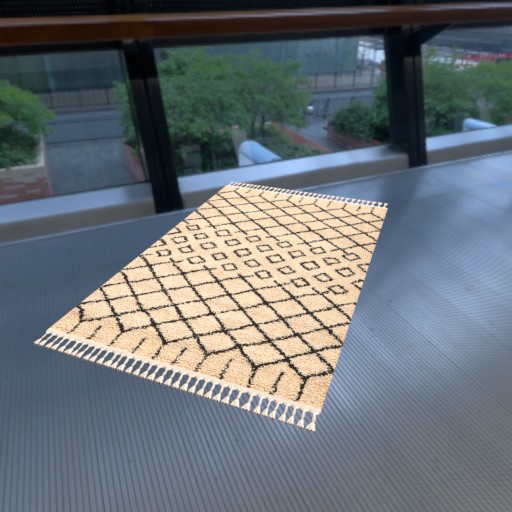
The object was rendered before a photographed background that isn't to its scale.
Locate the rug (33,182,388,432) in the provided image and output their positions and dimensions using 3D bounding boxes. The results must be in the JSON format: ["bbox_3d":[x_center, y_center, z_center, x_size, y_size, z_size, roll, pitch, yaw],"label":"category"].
[{"bbox_3d":[0.000,0.000,2.441,1.196,0.008,2.006,11,32,18],"label":"rug"}]
